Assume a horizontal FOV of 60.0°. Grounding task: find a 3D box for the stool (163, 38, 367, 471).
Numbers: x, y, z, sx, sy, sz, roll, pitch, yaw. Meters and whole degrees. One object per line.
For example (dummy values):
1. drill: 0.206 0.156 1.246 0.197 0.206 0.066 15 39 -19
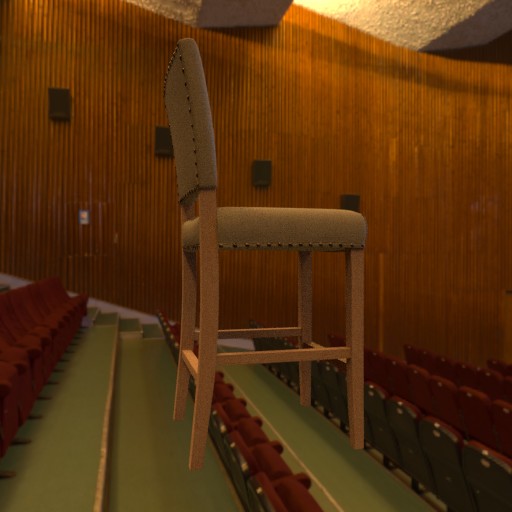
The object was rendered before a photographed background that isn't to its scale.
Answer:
1. stool: 0.000 0.000 1.469 0.585 1.173 0.445 0 0 -17
